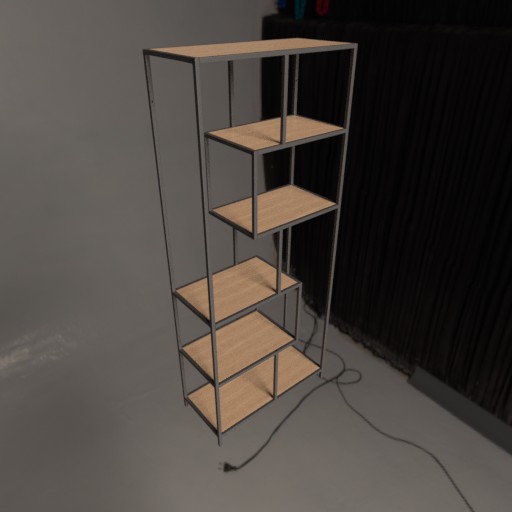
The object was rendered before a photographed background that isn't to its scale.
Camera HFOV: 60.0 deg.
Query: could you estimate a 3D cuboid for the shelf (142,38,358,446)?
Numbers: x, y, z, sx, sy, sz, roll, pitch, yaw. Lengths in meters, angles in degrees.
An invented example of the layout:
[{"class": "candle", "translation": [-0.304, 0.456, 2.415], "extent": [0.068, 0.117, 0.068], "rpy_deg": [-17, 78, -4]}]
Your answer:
[{"class": "shelf", "translation": [0.000, 0.000, 2.152], "extent": [0.770, 1.850, 0.350], "rpy_deg": [-22, 37, -33]}]
